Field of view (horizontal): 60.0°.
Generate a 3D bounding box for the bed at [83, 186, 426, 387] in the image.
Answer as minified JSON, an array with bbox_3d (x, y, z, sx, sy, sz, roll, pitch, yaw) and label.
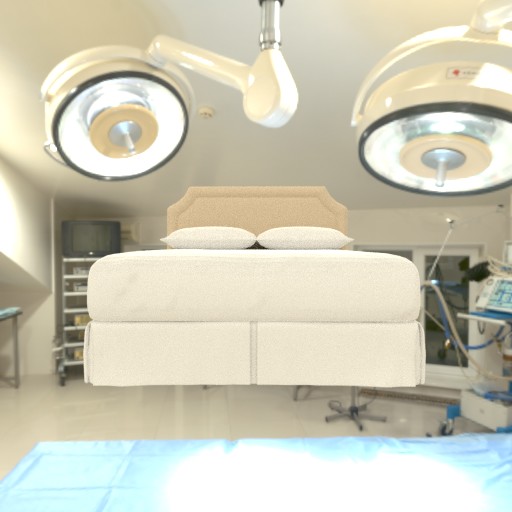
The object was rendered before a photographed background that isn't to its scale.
[{"bbox_3d":[0.000,0.000,3.898,2.134,1.524,2.548,0,2,1],"label":"bed"}]
